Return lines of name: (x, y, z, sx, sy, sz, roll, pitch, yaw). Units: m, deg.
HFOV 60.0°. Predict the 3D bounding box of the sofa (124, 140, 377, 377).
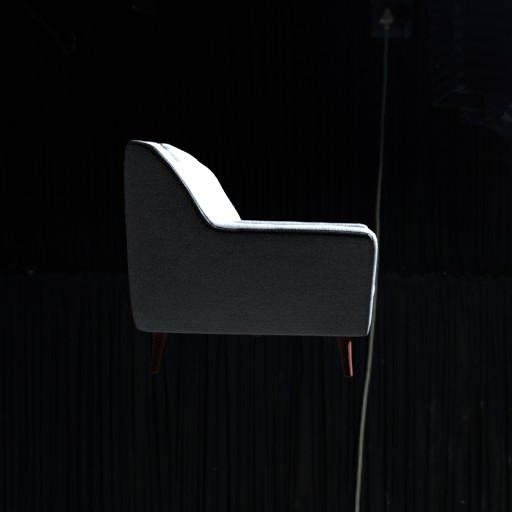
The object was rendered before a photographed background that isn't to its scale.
sofa: (0.000, 0.000, 2.474, 0.976, 0.897, 1.930, 0, 1, 1)
